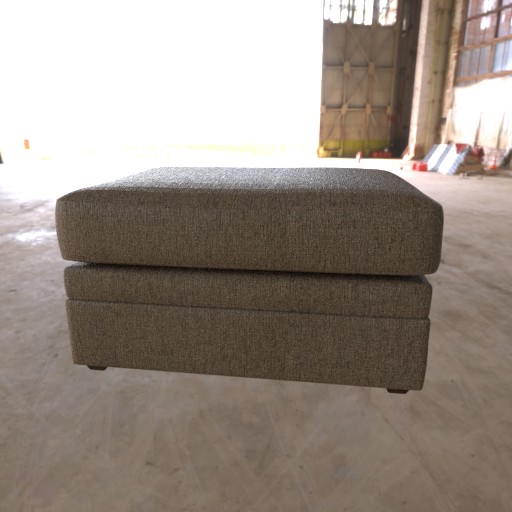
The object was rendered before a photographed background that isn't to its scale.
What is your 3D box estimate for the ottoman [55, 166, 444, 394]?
[{"bbox_3d":[0.000,0.000,1.273,0.885,0.478,0.637,2,17,8],"label":"ottoman"}]
